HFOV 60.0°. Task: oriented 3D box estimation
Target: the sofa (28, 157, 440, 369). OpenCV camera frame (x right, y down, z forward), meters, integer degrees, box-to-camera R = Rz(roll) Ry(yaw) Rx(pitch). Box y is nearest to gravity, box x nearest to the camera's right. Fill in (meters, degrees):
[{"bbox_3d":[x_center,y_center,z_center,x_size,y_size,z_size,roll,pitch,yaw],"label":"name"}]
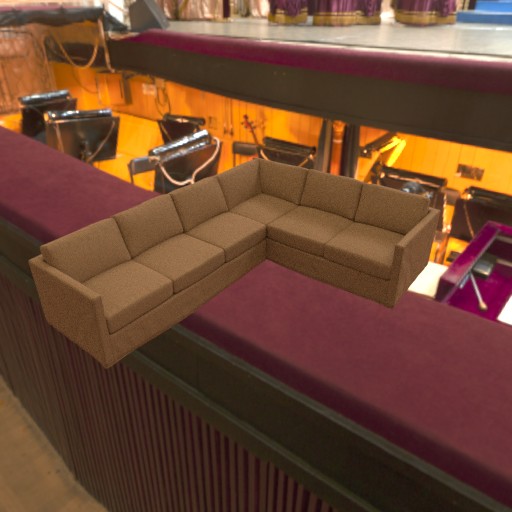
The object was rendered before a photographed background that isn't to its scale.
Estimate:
[{"bbox_3d":[0.000,0.000,4.293,2.432,0.871,3.182,21,37,32],"label":"sofa"}]
